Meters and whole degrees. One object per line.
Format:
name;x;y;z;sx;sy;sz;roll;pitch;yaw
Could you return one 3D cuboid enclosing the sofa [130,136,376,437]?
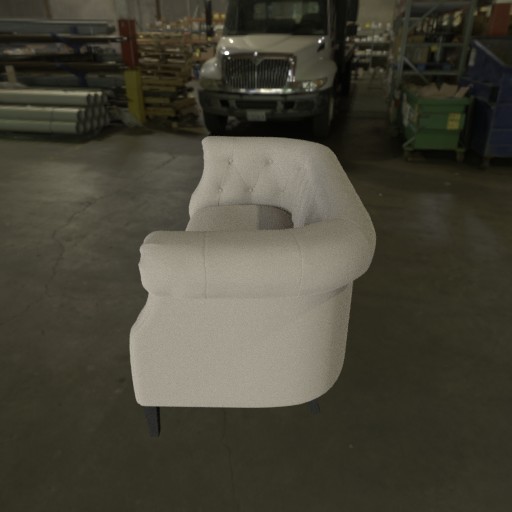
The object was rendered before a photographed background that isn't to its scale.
sofa;0.000;0.000;2.072;0.835;0.827;1.558;1;27;1
